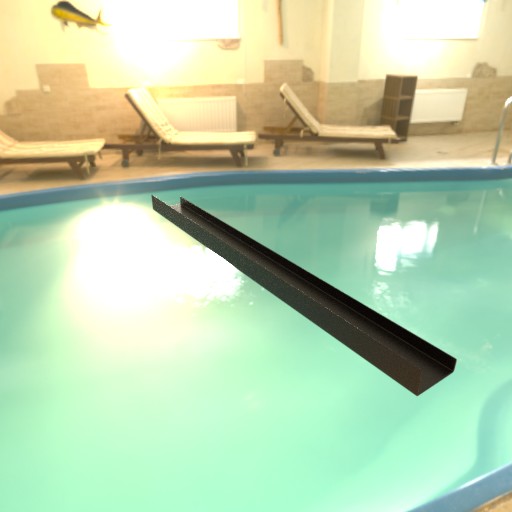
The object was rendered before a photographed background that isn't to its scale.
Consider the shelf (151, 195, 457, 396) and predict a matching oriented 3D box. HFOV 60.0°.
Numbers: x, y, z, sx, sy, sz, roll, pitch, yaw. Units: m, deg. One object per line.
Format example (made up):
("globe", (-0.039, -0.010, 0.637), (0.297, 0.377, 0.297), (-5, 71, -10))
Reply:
("shelf", (0.000, 0.000, 0.984), (0.092, 0.049, 0.924), (-17, 31, -31))
